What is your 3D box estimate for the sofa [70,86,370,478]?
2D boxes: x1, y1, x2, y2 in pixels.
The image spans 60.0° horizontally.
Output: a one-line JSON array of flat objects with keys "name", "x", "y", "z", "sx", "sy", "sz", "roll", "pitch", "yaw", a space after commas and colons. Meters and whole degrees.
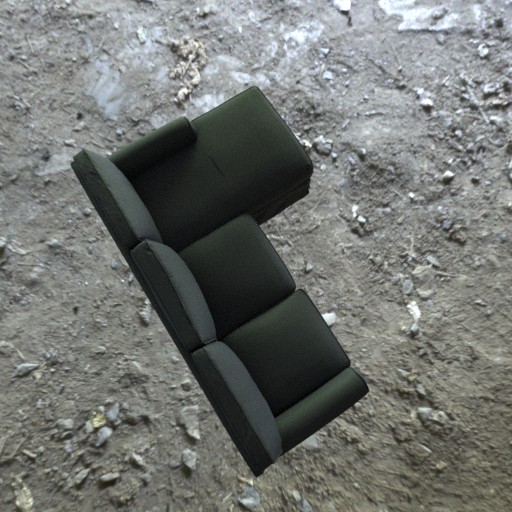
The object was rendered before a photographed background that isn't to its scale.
[{"name": "sofa", "x": 0.000, "y": 0.000, "z": 3.351, "sx": 1.637, "sy": 1.039, "sz": 2.518, "roll": -32, "pitch": 78, "yaw": -7}]
